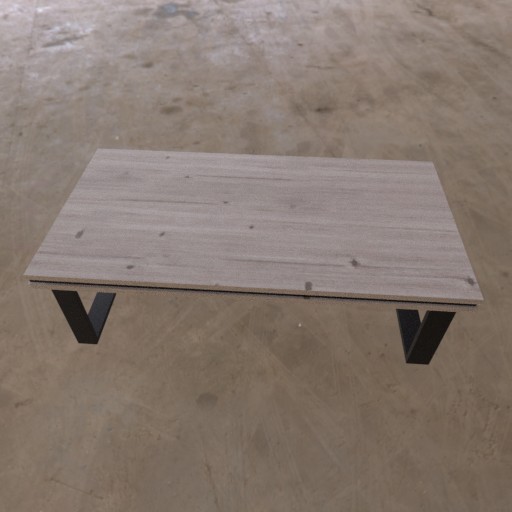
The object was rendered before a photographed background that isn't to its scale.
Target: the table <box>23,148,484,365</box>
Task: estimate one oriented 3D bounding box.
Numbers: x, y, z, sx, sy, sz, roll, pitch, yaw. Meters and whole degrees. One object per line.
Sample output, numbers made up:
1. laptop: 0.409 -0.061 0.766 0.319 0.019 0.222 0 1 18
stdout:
1. table: 0.000 0.000 1.700 1.350 0.450 0.700 3 46 3
